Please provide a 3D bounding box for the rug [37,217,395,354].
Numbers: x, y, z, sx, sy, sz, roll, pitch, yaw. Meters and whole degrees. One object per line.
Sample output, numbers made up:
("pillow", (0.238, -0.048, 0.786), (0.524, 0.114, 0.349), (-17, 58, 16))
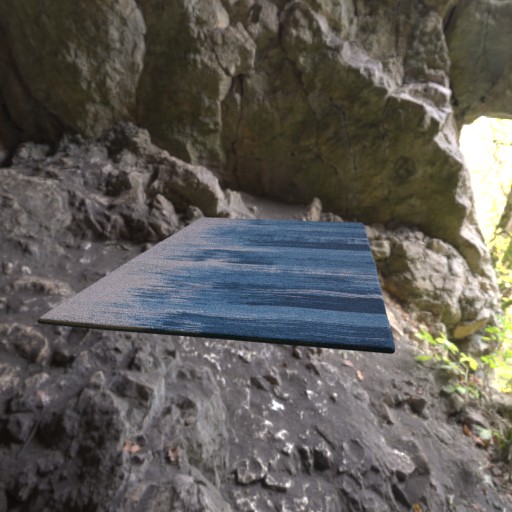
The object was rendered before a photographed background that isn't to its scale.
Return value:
("rug", (0.000, 0.000, 2.954), (1.540, 0.027, 2.450), (3, 16, 10))
